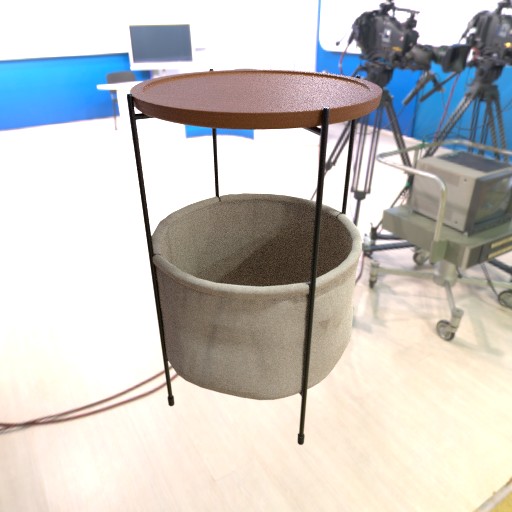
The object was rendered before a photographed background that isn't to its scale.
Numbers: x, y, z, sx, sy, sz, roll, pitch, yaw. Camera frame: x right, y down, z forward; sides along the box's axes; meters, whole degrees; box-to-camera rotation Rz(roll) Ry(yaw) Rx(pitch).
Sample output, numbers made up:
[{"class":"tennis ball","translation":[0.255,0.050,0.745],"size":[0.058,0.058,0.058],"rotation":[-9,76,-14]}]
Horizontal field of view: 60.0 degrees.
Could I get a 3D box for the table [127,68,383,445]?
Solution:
[{"class":"table","translation":[0.000,0.000,0.851],"size":[0.393,0.623,0.393],"rotation":[10,31,17]}]
